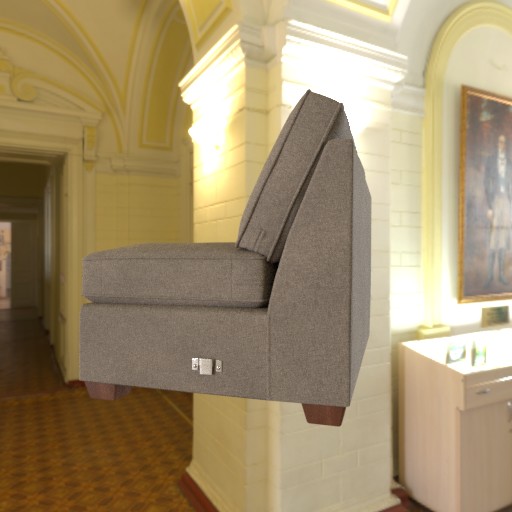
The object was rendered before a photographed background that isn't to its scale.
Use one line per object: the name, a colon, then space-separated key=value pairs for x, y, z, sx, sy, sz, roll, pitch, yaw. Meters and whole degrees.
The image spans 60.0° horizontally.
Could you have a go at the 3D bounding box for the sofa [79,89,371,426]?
sofa: x=0.000 y=0.000 z=1.982 sx=0.951 sy=1.008 sz=1.237 roll=0 pitch=0 yaw=17
